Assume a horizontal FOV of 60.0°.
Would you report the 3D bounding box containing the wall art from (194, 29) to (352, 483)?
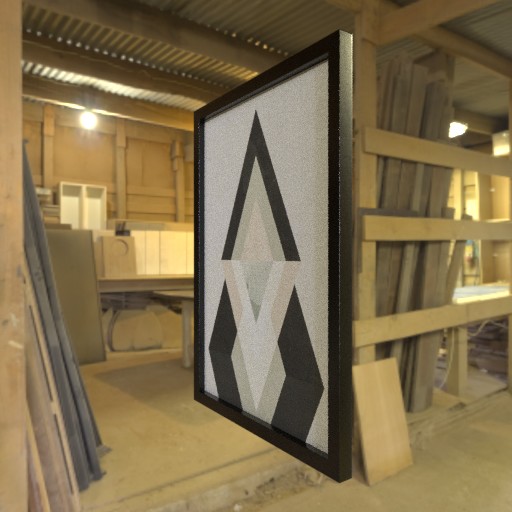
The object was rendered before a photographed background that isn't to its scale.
[{"bbox_3d":[0.000,0.000,0.577,0.019,0.455,0.314,0,0,-35],"label":"wall art"}]
